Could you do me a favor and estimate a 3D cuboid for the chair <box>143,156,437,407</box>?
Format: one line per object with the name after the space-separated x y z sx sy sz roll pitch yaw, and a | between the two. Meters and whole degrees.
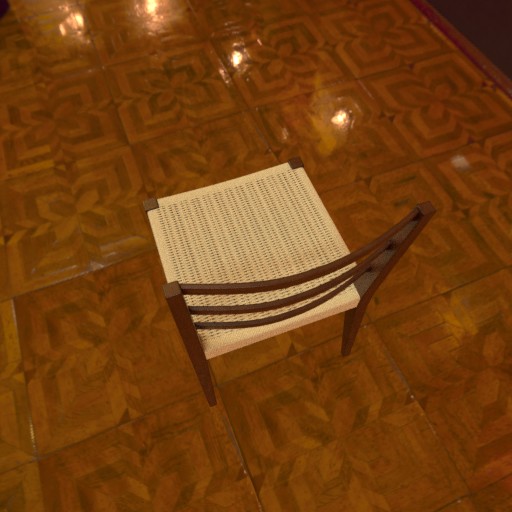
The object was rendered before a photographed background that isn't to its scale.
0.000 0.000 1.164 0.480 0.813 0.551 -18 61 -10 | chair
